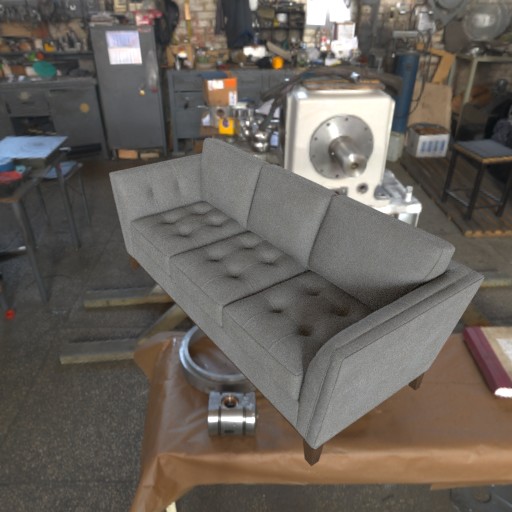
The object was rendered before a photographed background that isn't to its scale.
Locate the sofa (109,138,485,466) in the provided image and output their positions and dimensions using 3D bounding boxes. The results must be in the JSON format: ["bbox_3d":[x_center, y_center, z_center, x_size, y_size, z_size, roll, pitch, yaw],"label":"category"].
[{"bbox_3d":[0.000,0.000,2.840,0.965,0.940,2.387,-21,37,-30],"label":"sofa"}]
